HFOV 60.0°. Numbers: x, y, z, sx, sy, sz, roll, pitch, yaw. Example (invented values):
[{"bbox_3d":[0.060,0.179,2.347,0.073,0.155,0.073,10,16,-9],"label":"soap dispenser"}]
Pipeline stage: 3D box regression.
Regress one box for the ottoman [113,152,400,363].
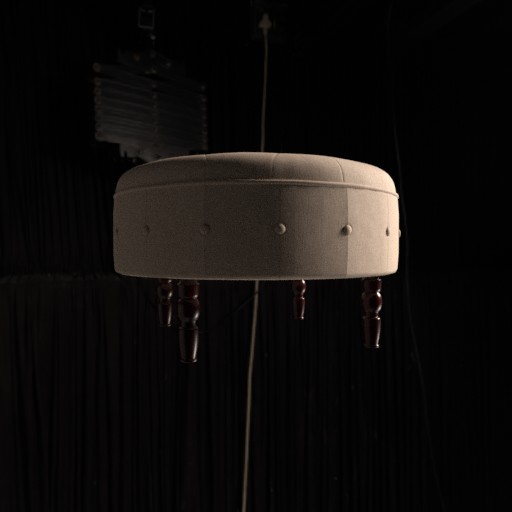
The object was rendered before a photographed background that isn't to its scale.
[{"bbox_3d":[0.000,0.000,1.385,0.848,0.494,0.848,0,1,0],"label":"ottoman"}]
